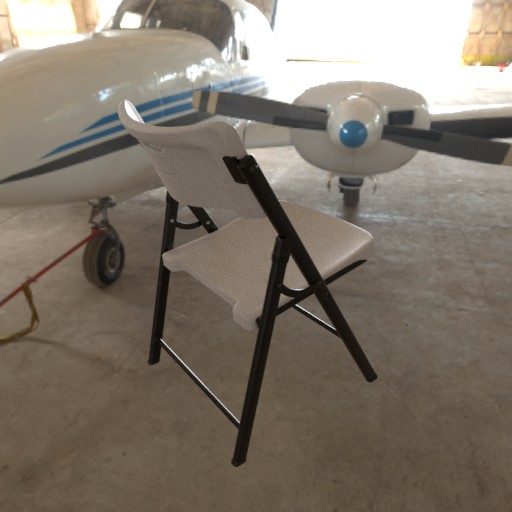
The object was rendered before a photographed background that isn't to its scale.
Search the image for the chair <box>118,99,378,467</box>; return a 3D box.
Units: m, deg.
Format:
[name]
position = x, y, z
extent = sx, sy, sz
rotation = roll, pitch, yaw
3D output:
[chair]
position = 0.000, 0.000, 1.150
extent = 0.577, 0.765, 0.482
rotation = -18, 31, -33
